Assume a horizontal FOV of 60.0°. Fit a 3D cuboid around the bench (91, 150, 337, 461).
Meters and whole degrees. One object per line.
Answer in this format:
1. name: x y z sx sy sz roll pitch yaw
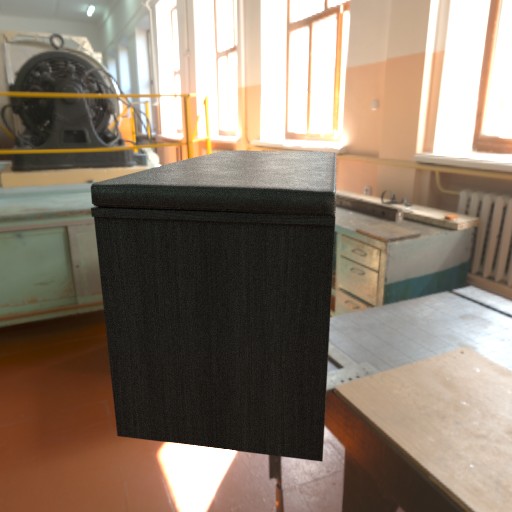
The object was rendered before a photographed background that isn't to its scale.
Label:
1. bench: 0.000 0.000 1.188 0.401 0.501 0.905 3 17 9
